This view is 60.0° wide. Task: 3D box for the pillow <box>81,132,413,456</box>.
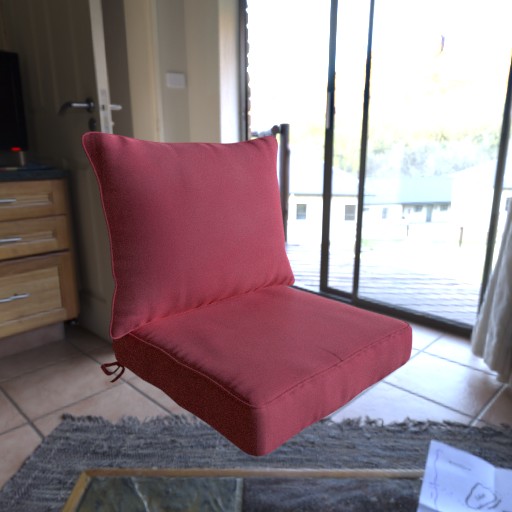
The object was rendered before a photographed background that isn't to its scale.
[{"bbox_3d":[0.000,0.000,1.338,0.798,0.725,0.733,-13,19,-42],"label":"pillow"}]
